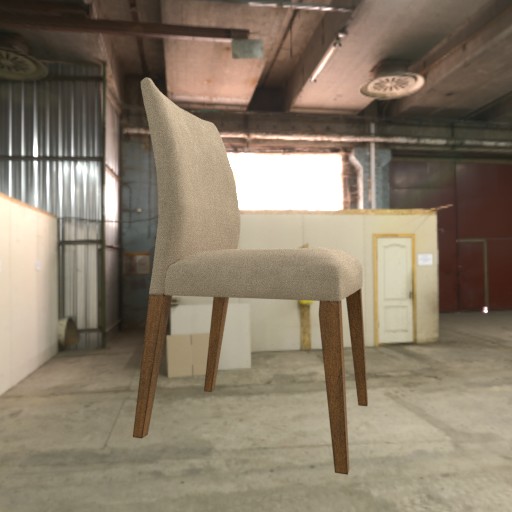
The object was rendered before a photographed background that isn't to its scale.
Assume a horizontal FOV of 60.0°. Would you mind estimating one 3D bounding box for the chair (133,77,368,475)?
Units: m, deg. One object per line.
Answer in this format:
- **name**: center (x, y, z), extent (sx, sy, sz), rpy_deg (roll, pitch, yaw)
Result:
- **chair**: center (0.000, 0.000, 1.280), extent (0.585, 0.940, 0.496), rpy_deg (0, 0, 19)
